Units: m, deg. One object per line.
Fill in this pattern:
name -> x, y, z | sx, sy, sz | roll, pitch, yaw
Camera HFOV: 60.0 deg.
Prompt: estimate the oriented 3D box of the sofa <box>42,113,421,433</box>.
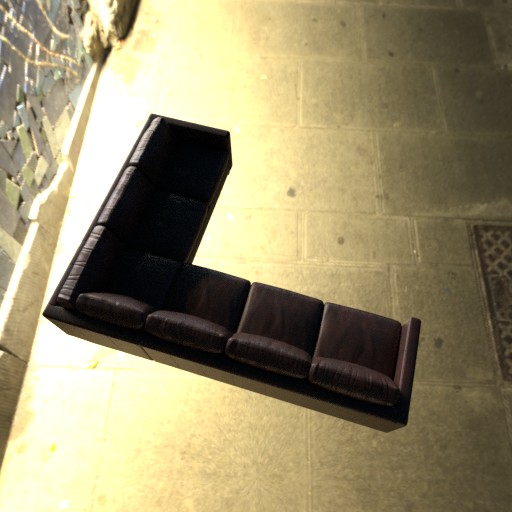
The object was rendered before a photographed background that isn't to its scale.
sofa -> 0.000, 0.000, 4.372 | 3.152, 0.836, 2.438 | 15, 64, 7
